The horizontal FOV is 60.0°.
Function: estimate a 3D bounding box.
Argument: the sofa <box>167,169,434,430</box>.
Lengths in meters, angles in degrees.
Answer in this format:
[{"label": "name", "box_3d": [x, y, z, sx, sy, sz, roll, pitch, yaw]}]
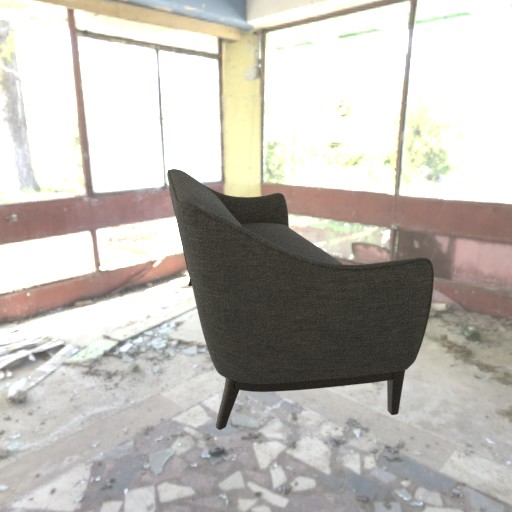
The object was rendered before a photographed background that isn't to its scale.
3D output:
[{"label": "sofa", "box_3d": [0.000, 0.000, 2.342, 0.867, 0.829, 1.928, -3, 15, -12]}]
